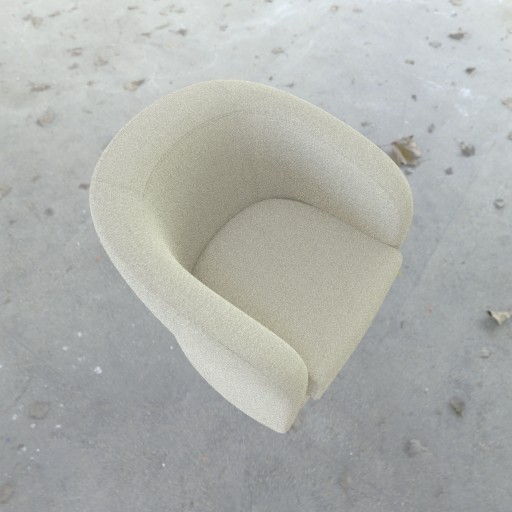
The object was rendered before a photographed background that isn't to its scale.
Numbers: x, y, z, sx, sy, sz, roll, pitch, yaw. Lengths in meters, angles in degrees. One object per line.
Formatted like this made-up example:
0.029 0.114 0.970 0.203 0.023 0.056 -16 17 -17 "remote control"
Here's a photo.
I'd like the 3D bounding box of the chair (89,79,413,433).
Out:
0.000 0.000 1.420 0.815 0.771 0.791 31 62 18 "chair"
